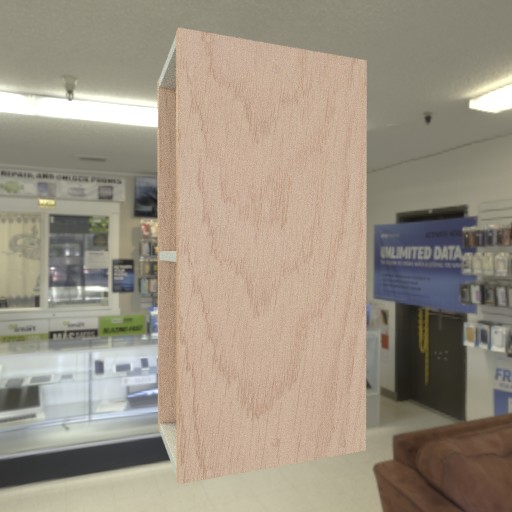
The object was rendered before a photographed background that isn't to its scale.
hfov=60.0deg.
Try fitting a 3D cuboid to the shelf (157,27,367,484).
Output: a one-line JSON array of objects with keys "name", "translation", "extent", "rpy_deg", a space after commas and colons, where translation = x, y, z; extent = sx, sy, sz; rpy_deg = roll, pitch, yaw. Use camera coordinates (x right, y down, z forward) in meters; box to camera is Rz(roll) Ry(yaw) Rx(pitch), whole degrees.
[{"name": "shelf", "translation": [0.000, 0.000, 0.724], "extent": [0.290, 0.600, 0.200], "rpy_deg": [0, 0, -20]}]
